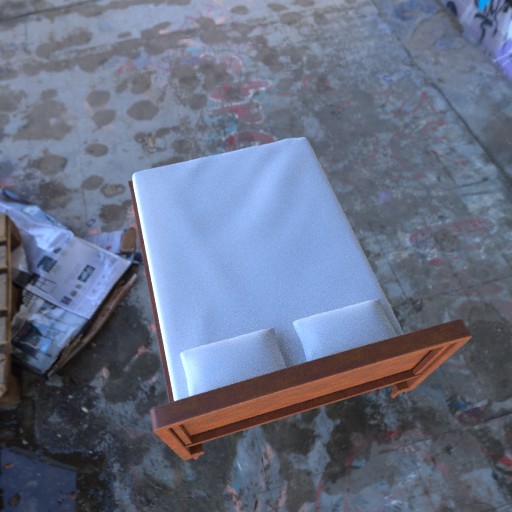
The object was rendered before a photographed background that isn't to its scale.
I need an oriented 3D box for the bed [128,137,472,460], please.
[{"bbox_3d":[0.000,0.000,3.128,1.587,1.275,2.196,-14,59,-8],"label":"bed"}]
